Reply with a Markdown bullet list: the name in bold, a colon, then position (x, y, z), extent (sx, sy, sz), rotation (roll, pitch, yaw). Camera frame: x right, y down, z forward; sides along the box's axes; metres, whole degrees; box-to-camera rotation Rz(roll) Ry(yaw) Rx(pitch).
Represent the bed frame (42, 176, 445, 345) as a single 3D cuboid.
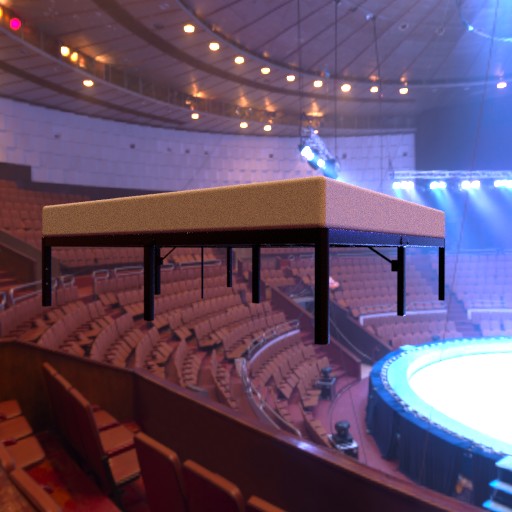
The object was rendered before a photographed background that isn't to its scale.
- **bed frame**: position (0.000, 0.000, 3.095), extent (2.079, 0.659, 1.963), rotation (0, 1, 36)
